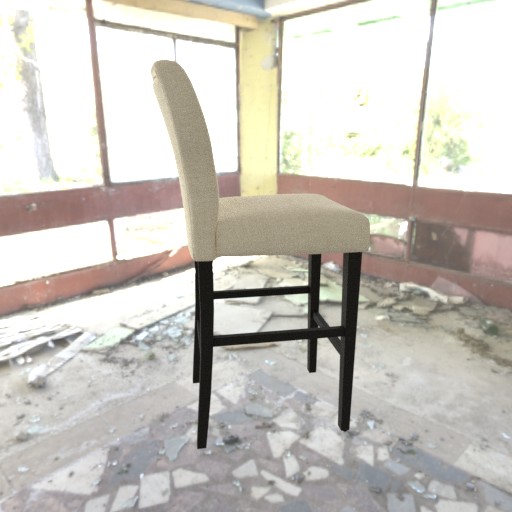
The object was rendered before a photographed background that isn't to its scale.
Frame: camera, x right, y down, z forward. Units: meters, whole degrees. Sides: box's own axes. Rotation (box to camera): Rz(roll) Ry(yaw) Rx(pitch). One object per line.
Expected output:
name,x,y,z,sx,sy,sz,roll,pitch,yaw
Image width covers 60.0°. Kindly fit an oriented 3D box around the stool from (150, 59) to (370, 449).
stool,0.000,0.000,1.463,0.603,1.124,0.516,-3,16,-9
